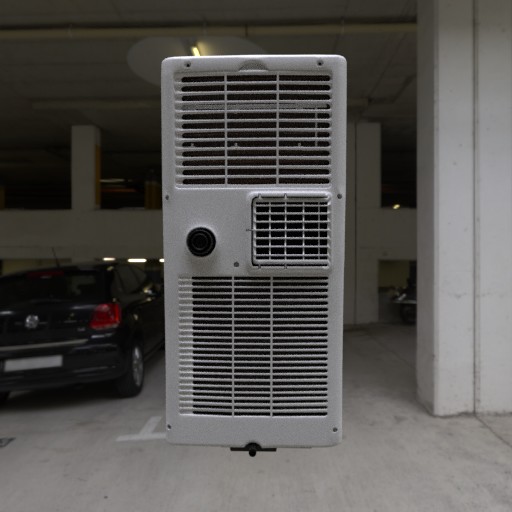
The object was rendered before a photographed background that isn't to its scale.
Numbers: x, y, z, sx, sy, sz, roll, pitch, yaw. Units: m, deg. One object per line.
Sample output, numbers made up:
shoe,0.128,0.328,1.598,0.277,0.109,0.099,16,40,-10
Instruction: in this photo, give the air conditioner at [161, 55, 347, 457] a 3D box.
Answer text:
air conditioner,0.000,0.000,0.803,0.304,0.606,0.349,0,0,2
